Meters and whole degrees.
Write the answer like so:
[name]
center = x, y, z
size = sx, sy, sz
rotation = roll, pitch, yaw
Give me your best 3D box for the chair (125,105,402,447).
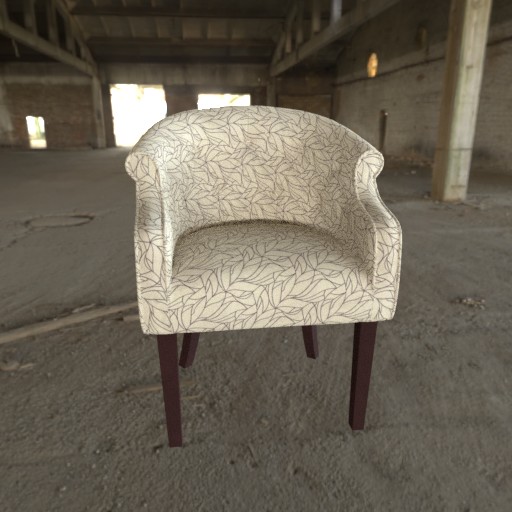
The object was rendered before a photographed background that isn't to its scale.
[chair]
center = 0.000, 0.000, 1.303
size = 0.686, 0.858, 0.613
rotation = -2, 17, -7
